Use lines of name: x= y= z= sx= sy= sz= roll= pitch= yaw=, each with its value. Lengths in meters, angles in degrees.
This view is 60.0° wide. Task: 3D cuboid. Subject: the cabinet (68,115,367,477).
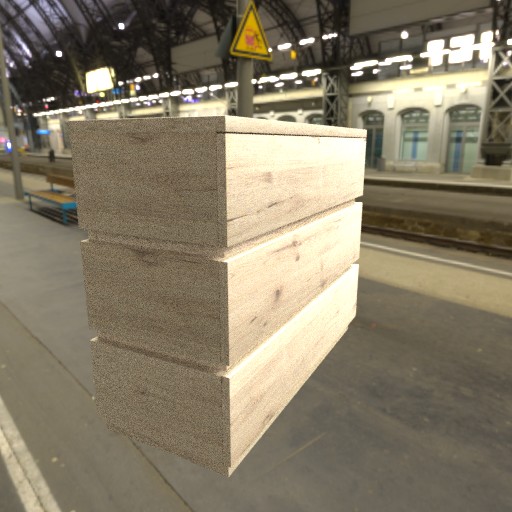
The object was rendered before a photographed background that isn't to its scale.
cabinet: x=0.000 y=0.000 z=1.461 sx=0.420 sy=0.820 sz=1.040 roll=7 pitch=16 yaw=27
